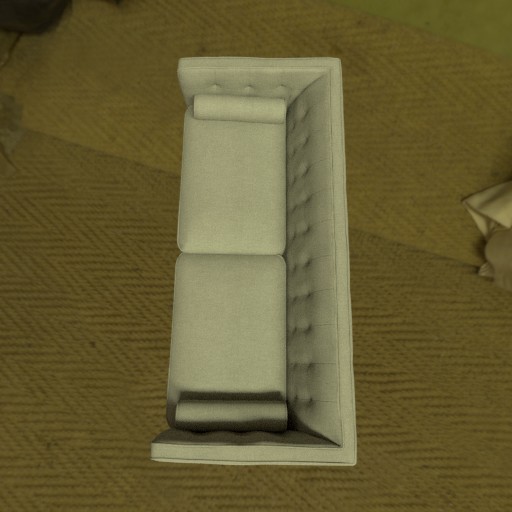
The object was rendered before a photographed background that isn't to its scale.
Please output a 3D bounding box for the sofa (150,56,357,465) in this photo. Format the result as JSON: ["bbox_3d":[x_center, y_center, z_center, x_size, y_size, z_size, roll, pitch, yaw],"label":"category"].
[{"bbox_3d":[0.000,0.000,2.536,0.912,0.798,2.079,1,75,0],"label":"sofa"}]
